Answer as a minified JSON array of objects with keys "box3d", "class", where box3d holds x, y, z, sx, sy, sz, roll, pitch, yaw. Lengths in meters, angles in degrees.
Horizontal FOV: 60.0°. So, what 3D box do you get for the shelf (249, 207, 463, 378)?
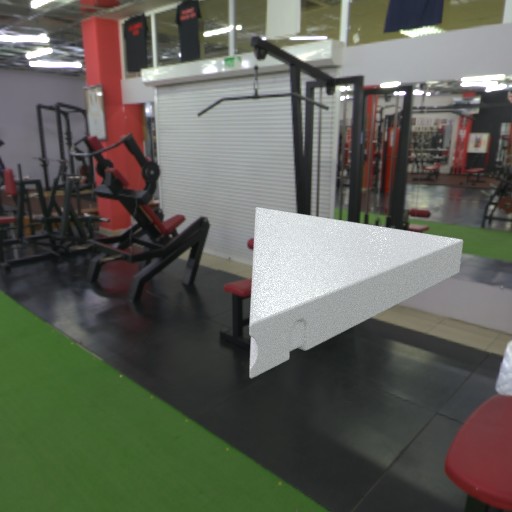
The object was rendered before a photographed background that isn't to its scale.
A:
[{"box3d":[0.000,0.000,0.451,0.296,0.035,0.296,-15,21,-43],"class":"shelf"}]
